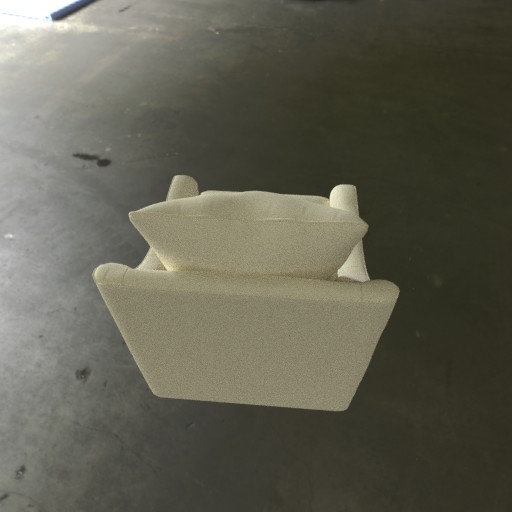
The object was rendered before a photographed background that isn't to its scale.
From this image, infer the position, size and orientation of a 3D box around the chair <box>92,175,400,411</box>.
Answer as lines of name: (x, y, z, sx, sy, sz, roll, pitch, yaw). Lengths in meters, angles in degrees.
chair: (0.000, 0.000, 1.589, 0.756, 0.965, 0.876, 3, 47, 3)
